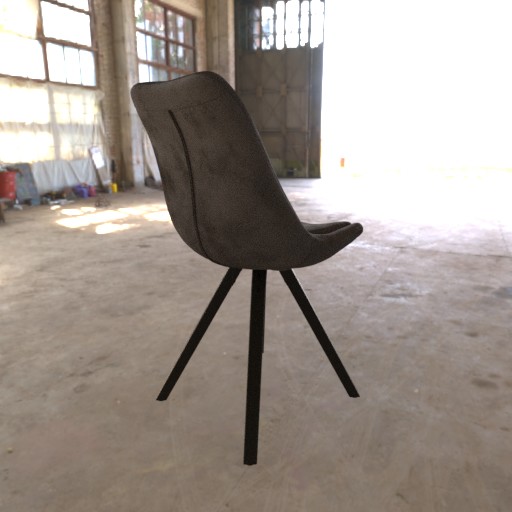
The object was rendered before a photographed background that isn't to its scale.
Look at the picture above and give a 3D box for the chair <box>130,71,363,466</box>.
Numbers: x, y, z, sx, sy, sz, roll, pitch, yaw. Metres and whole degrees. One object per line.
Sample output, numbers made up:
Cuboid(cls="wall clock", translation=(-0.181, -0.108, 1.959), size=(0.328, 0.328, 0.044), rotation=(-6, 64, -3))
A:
Cuboid(cls="chair", translation=(0.000, 0.000, 1.191), size=(0.550, 0.850, 0.476), rotation=(-14, 19, -43))
